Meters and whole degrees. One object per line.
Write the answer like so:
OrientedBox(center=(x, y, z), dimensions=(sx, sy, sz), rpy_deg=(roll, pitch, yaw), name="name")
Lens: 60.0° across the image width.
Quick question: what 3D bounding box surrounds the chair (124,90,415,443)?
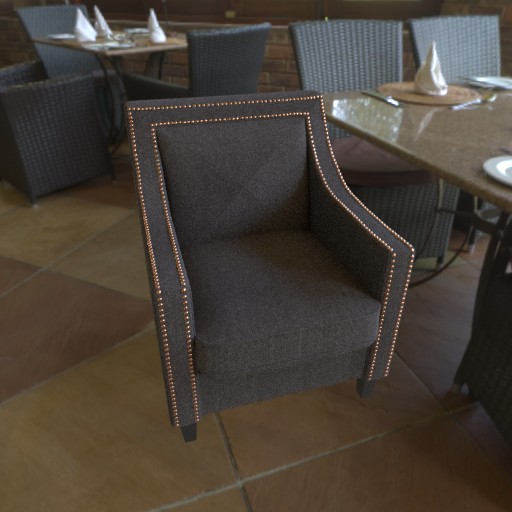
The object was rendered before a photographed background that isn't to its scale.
OrientedBox(center=(0.000, 0.000, 1.609), dimensions=(0.776, 0.967, 0.884), rpy_deg=(-9, 32, -14), name="chair")
